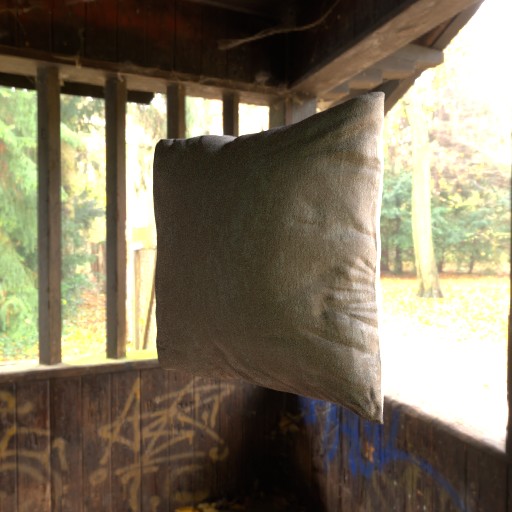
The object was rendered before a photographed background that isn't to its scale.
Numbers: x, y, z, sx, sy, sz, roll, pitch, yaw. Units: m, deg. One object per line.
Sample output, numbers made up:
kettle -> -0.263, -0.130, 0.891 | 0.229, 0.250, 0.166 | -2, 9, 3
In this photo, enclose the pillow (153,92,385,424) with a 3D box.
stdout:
pillow -> 0.000, 0.000, 0.733 | 0.450, 0.448, 0.245 | 1, 2, 39
